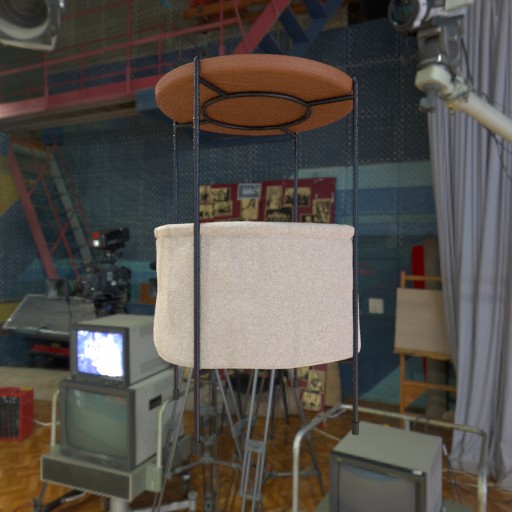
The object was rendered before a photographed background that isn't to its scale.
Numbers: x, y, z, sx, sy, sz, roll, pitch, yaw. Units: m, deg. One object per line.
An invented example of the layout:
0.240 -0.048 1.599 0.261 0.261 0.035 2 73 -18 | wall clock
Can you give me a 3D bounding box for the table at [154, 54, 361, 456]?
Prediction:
0.000 0.000 0.870 0.393 0.623 0.393 0 0 -17 | table
